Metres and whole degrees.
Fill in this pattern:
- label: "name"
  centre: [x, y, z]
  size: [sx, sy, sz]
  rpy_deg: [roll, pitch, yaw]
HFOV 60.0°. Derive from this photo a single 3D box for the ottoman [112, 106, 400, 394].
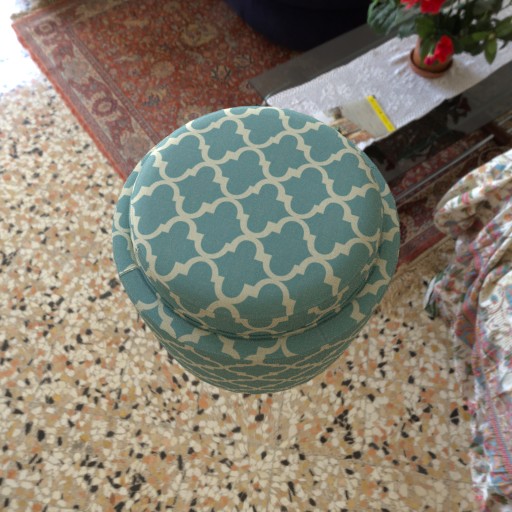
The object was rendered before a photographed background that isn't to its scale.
- label: "ottoman"
  centre: [0.000, 0.000, 0.857]
  size: [0.480, 0.429, 0.480]
  rpy_deg: [0, 64, 0]
